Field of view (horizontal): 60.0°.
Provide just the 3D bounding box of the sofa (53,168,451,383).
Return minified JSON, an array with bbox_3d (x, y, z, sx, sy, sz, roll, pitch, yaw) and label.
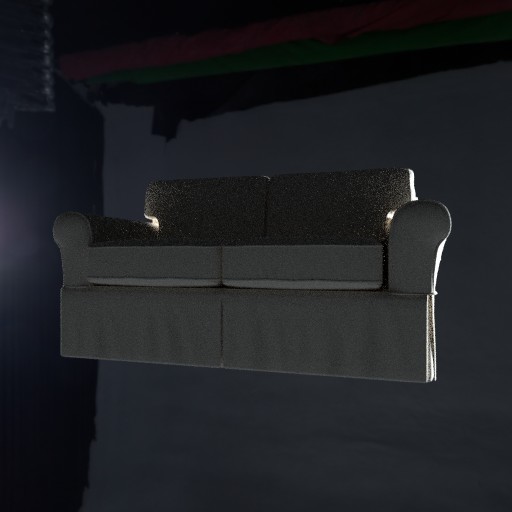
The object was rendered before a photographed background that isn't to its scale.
[{"bbox_3d":[0.000,0.000,2.272,1.727,0.940,0.991,0,0,16],"label":"sofa"}]
